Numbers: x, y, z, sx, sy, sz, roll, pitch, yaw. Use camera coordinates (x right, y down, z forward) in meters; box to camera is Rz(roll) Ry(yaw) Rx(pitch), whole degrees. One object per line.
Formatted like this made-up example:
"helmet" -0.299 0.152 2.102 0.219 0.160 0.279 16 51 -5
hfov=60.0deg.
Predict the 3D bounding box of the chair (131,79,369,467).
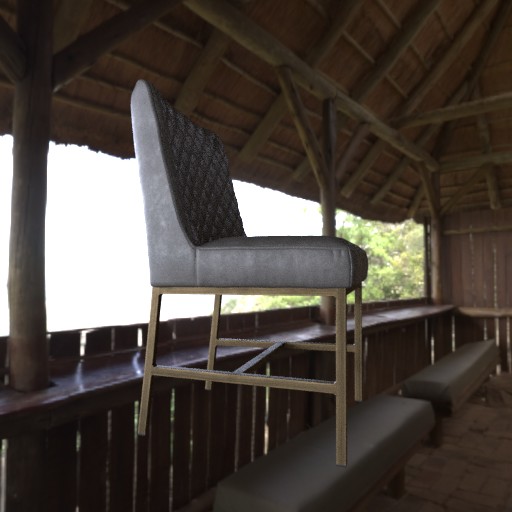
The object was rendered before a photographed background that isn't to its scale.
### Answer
"chair" 0.000 0.000 1.237 0.587 0.889 0.508 0 -1 17
